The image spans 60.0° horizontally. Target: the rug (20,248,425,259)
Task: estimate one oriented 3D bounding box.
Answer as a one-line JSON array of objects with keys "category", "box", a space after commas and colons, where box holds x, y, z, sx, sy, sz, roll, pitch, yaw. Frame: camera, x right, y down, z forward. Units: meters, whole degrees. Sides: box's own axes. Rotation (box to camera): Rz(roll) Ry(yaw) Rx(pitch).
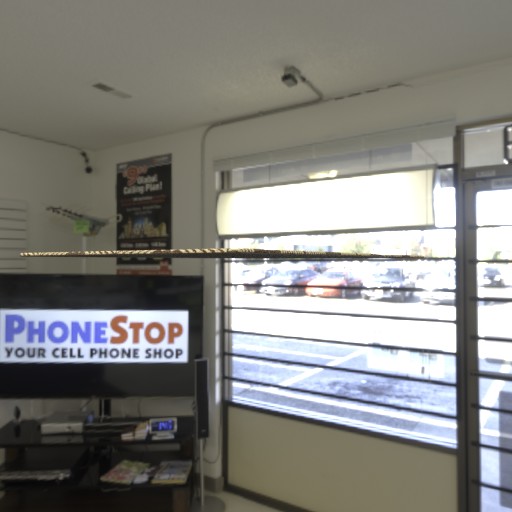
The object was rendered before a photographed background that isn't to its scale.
[{"category": "rug", "box": [0.000, 0.000, 2.304, 1.210, 0.016, 1.833, -1, -1, 36]}]
